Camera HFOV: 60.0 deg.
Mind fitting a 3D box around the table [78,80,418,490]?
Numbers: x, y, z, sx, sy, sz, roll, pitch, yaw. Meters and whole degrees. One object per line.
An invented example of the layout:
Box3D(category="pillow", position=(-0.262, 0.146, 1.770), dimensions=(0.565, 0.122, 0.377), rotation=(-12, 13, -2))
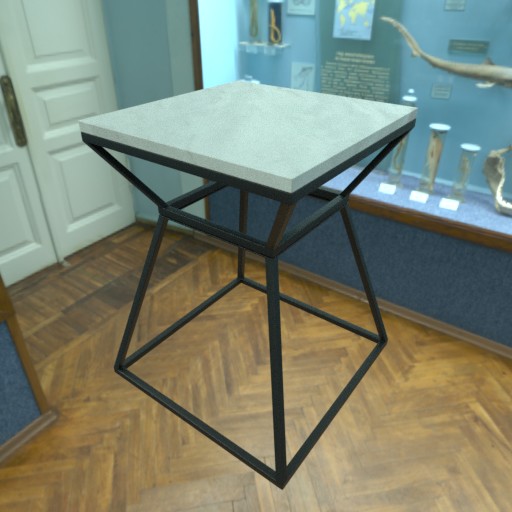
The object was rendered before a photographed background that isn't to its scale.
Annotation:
Box3D(category="table", position=(0.000, 0.000, 0.886), dimensions=(0.455, 0.559, 0.455), rotation=(22, 38, 31))
